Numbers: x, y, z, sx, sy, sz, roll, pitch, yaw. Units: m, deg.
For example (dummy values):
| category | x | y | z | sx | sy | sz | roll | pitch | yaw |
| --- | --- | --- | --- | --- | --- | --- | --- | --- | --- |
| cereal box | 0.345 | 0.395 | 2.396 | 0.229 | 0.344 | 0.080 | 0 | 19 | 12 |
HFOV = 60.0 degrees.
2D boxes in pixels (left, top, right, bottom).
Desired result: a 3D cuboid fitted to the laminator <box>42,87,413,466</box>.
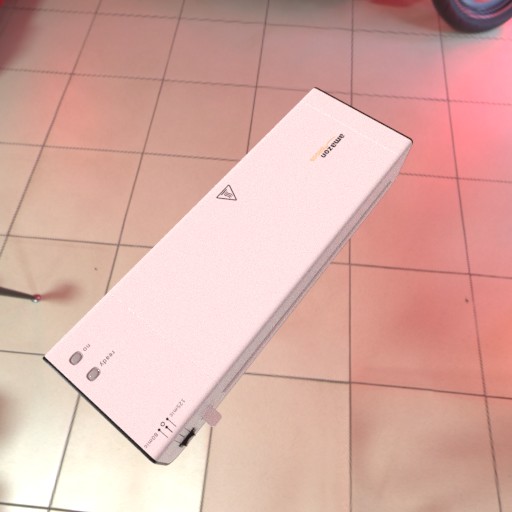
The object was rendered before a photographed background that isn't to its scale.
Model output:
| category | x | y | z | sx | sy | sz | roll | pitch | yaw |
| --- | --- | --- | --- | --- | --- | --- | --- | --- | --- |
| laminator | 0.000 | 0.000 | 0.385 | 0.123 | 0.062 | 0.340 | 35 | 68 | 16 |
